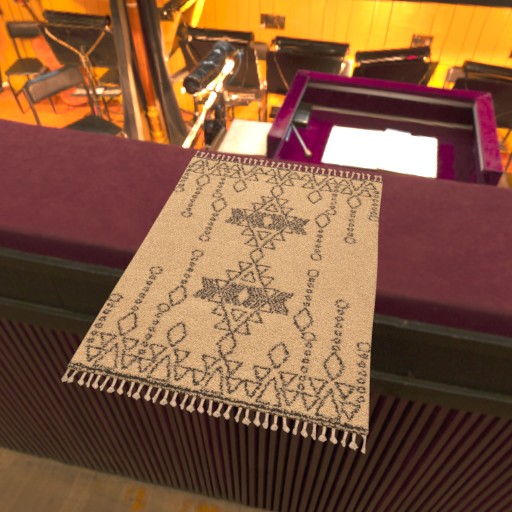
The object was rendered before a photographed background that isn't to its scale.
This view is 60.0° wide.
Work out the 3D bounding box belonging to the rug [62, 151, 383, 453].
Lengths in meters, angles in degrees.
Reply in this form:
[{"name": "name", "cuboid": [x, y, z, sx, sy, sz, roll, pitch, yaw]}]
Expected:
[{"name": "rug", "cuboid": [0.000, 0.000, 3.949, 2.125, 0.028, 3.027, 10, 46, 9]}]
